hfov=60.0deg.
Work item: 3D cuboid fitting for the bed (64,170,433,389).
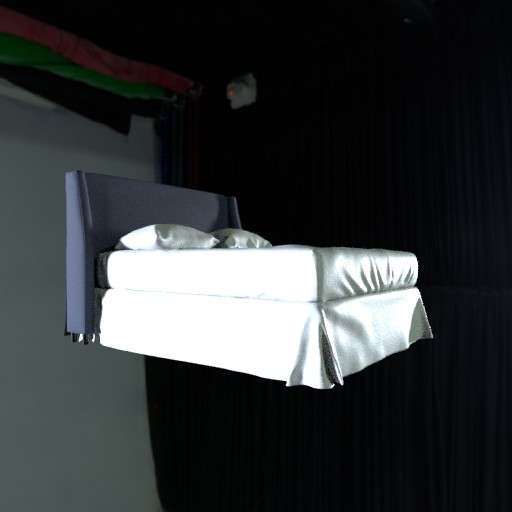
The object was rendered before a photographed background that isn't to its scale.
[{"bbox_3d":[0.000,0.000,3.487,2.276,1.332,1.925,0,0,37],"label":"bed"}]
